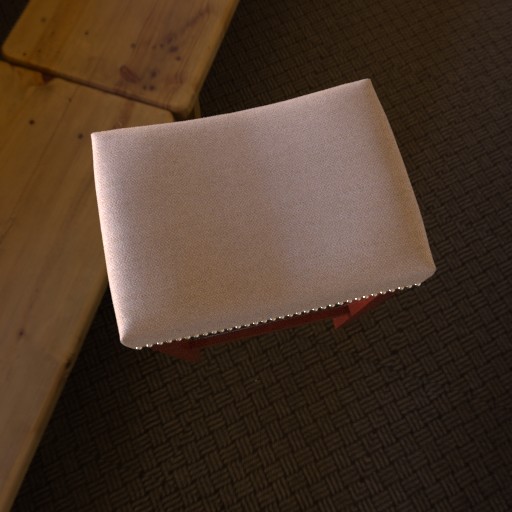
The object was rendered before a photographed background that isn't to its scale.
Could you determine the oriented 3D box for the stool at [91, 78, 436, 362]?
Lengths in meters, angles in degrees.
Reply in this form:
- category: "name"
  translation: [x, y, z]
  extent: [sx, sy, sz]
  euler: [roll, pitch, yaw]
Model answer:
- category: "stool"
  translation: [0.000, 0.000, 1.041]
  extent: [0.504, 0.742, 0.372]
  euler: [-12, 75, -3]
